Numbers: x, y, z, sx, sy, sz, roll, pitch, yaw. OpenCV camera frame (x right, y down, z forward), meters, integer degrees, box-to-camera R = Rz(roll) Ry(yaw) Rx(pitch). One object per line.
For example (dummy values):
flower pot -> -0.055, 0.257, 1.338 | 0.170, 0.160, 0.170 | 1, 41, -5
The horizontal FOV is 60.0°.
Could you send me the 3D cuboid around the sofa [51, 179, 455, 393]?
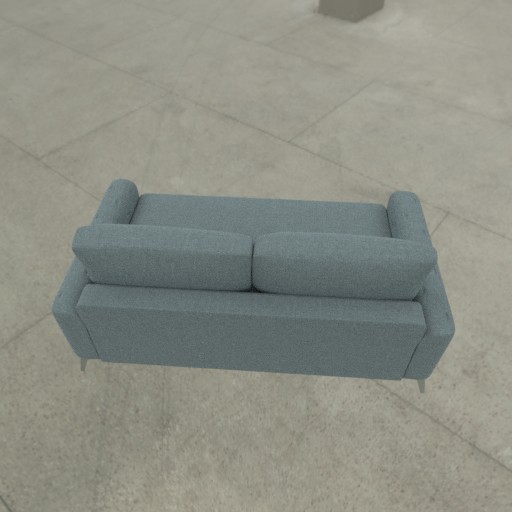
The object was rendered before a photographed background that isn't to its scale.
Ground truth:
sofa -> 0.000, 0.000, 2.121 | 1.650, 0.790, 0.920 | 3, 47, 3
